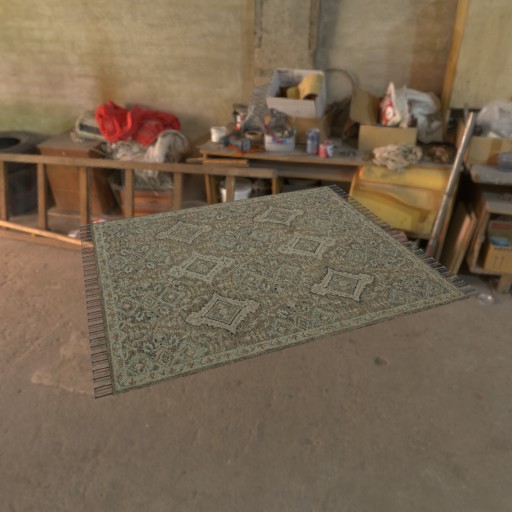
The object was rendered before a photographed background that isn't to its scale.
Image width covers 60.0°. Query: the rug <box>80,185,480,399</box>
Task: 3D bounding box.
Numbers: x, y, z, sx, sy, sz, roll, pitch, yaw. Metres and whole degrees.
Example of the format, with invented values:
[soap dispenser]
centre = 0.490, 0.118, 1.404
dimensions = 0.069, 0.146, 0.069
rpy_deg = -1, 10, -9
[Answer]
[rug]
centre = 0.000, 0.000, 4.167
dimensions = 3.056, 0.010, 2.437
rpy_deg = -11, 34, -17
